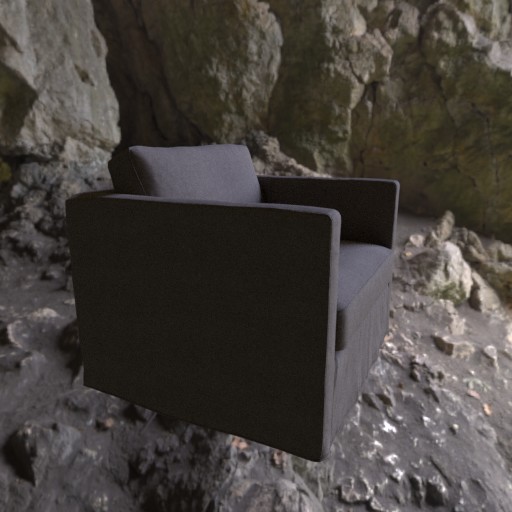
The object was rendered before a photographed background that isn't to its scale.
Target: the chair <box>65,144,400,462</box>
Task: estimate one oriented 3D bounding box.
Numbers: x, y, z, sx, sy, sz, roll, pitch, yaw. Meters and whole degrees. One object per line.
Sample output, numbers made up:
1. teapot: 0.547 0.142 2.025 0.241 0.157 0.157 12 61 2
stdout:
1. chair: 0.000 0.000 1.770 0.949 0.863 1.057 7 16 25
